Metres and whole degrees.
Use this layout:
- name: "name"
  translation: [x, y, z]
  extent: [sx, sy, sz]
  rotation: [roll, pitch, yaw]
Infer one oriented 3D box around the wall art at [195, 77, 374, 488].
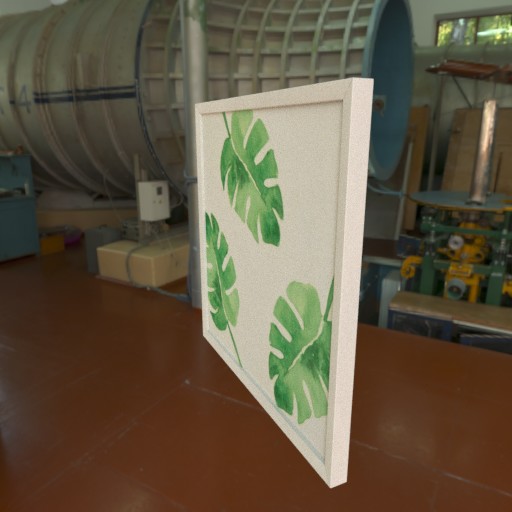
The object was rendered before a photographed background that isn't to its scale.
- name: "wall art"
  translation: [0.000, 0.000, 1.115]
  extent: [0.040, 0.762, 0.762]
  rotation: [-7, 17, -25]
